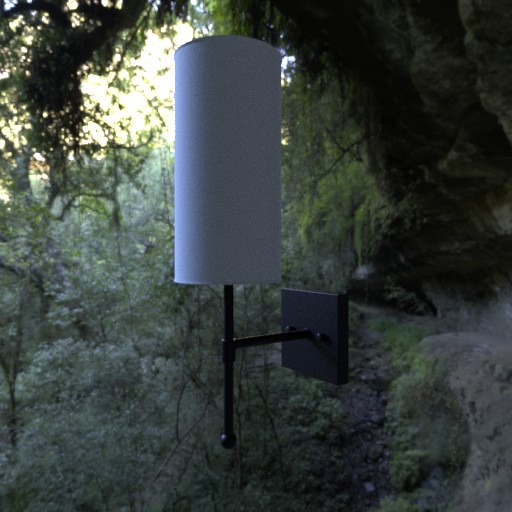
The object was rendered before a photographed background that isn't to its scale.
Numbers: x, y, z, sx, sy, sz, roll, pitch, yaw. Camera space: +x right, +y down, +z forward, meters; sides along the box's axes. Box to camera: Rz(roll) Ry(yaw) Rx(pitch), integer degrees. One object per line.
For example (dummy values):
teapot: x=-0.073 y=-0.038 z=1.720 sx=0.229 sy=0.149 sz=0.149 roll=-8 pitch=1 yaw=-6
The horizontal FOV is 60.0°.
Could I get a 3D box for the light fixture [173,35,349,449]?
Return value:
light fixture: x=0.000 y=0.000 z=0.551 sx=0.208 sy=0.462 sz=0.128 roll=-1 pitch=1 yaw=-35
